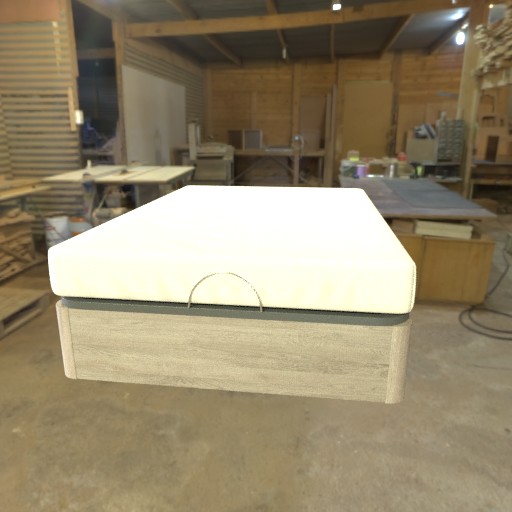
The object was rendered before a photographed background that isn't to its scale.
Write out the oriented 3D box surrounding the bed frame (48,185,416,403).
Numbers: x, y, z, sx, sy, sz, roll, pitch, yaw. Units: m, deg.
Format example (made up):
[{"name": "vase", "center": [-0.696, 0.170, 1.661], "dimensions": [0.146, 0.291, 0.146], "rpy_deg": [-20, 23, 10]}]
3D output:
[{"name": "bed frame", "center": [0.000, 0.000, 2.566], "dimensions": [1.400, 0.561, 1.900], "rpy_deg": [2, 16, 7]}]
